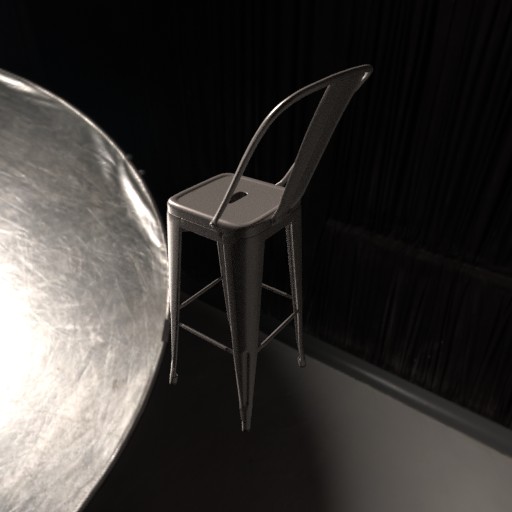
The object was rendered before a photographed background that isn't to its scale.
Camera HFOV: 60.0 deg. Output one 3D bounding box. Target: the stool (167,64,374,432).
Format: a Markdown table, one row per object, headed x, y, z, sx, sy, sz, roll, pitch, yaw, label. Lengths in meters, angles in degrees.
| x | y | z | sx | sy | sz | roll | pitch | yaw | label |
| --- | --- | --- | --- | --- | --- | --- | --- | --- | --- |
| 0.000 | 0.000 | 1.331 | 0.513 | 1.096 | 0.399 | 21 | 37 | 30 | stool |
